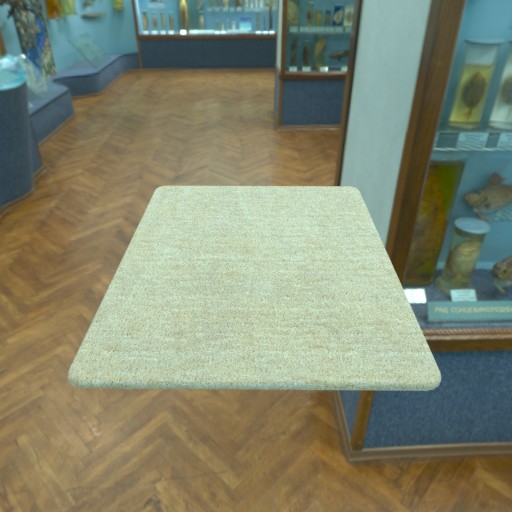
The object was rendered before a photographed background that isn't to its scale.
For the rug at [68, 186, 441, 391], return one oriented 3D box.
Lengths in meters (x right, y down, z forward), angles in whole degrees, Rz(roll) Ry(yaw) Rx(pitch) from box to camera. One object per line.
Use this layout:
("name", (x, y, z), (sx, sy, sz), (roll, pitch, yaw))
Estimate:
("rug", (0.000, 0.000, 3.376), (2.009, 0.048, 2.528), (0, 33, 0))
